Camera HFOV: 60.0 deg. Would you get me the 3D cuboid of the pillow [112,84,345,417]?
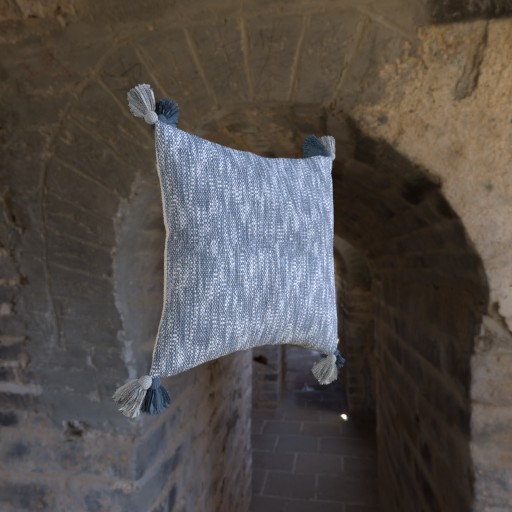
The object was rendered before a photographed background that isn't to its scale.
[{"bbox_3d":[0.000,0.000,0.950,0.614,0.634,0.138,1,-1,-37],"label":"pillow"}]
